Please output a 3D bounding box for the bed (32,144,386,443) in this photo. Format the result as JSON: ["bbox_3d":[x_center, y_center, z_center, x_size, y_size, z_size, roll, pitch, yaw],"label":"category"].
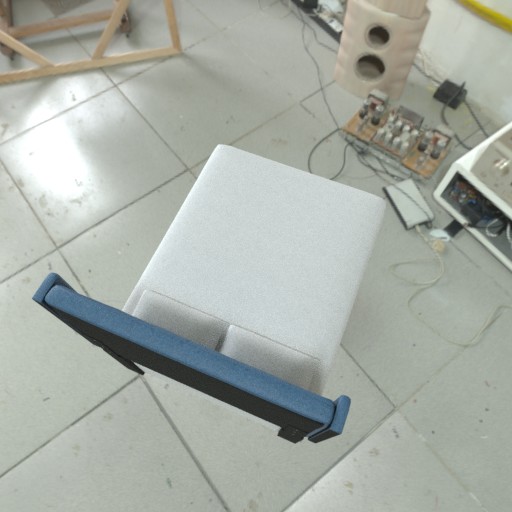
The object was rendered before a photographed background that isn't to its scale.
[{"bbox_3d":[0.000,0.000,3.307,1.719,1.665,2.078,21,66,10],"label":"bed"}]
